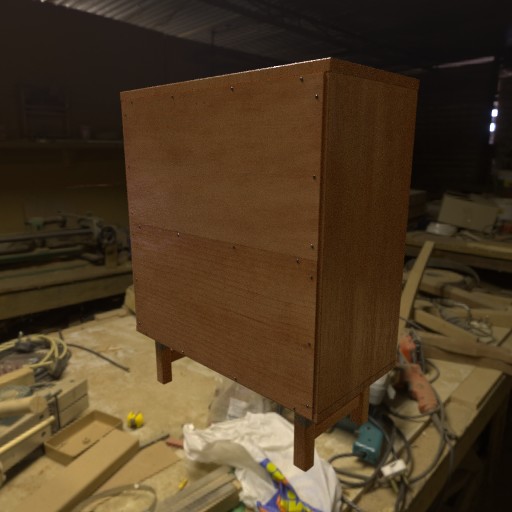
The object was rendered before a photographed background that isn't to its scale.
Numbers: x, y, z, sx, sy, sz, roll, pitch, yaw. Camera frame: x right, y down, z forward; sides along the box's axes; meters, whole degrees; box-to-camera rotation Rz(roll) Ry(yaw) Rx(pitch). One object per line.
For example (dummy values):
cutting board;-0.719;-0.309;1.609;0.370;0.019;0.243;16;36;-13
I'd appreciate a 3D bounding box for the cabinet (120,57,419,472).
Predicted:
cabinet;0.000;0.000;1.393;0.800;1.001;0.419;13;19;42
